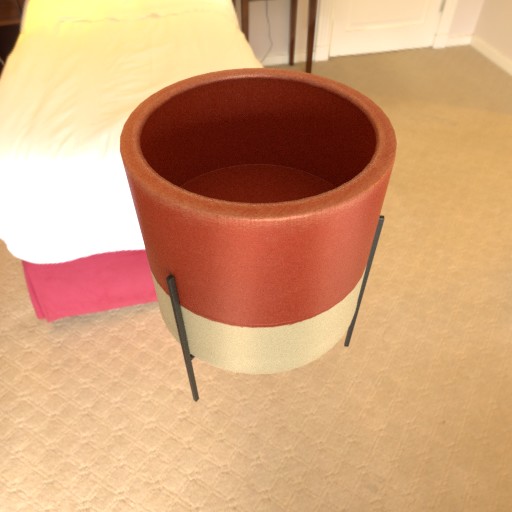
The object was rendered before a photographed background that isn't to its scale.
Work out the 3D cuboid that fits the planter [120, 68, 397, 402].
[{"bbox_3d":[0.000,0.000,0.721,0.345,0.465,0.354,30,54,25],"label":"planter"}]
